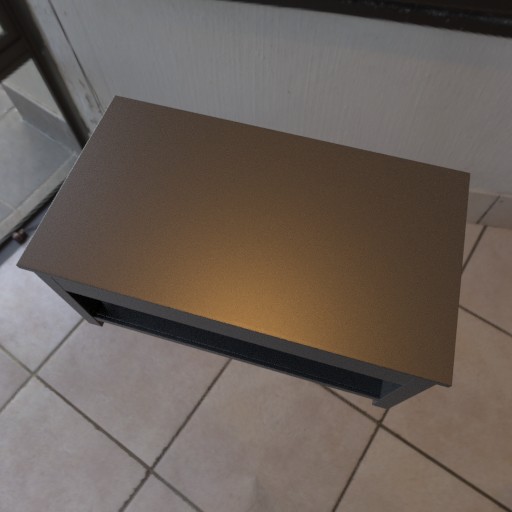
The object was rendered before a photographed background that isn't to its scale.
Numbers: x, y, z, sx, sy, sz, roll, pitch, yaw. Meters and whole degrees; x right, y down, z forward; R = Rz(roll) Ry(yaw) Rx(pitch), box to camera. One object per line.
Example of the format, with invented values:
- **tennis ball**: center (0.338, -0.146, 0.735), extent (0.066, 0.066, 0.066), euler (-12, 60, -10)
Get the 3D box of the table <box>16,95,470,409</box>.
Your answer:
- **table**: center (0.000, 0.000, 1.388), extent (1.068, 0.493, 0.612), euler (14, 64, 7)
